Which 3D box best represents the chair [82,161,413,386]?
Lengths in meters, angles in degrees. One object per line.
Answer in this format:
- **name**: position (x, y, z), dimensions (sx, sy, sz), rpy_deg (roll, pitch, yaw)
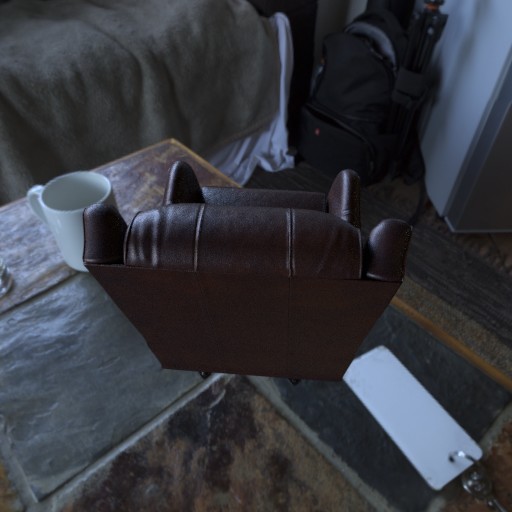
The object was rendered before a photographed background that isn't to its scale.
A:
- **chair**: position (0.000, 0.000, 1.787), dimensions (0.869, 1.084, 1.008), rpy_deg (3, 47, 3)
